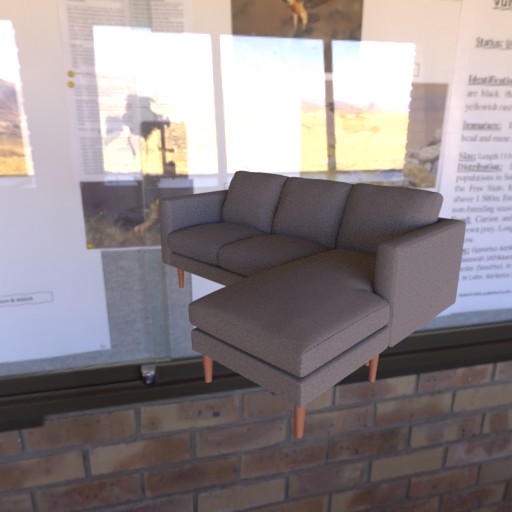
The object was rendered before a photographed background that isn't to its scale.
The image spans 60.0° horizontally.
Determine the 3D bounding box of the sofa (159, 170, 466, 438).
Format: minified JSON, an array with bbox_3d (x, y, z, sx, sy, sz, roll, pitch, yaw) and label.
[{"bbox_3d":[0.000,0.000,2.879,2.031,0.897,1.591,16,23,42],"label":"sofa"}]
